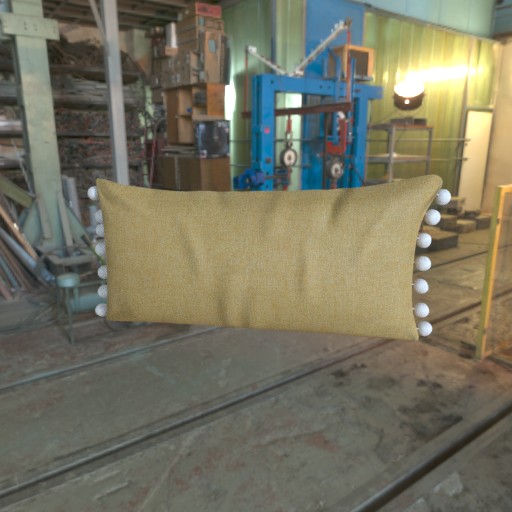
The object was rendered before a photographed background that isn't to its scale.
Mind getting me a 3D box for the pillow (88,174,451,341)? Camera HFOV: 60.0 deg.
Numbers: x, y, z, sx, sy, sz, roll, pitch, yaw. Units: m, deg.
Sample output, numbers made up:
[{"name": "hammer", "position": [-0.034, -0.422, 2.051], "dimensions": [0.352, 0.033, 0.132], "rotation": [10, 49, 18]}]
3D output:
[{"name": "pillow", "position": [0.000, 0.000, 0.870], "dimensions": [0.709, 0.322, 0.201], "rotation": [2, 15, 8]}]
